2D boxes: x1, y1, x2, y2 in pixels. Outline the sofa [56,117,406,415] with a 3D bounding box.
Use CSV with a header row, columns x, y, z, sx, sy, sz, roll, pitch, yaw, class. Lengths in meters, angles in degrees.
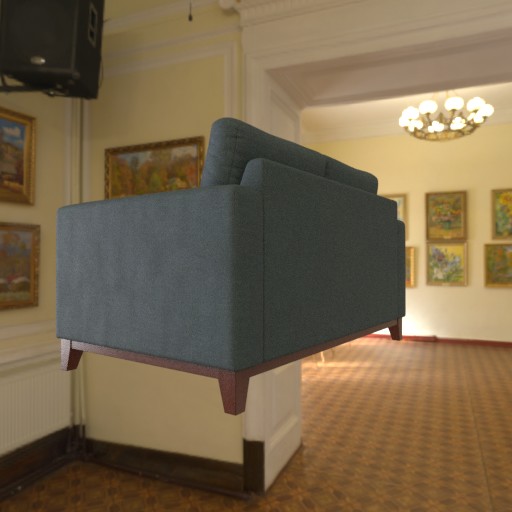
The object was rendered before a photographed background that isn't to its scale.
x,y,z,sx,sy,sz,roll,pitch,yaw,class
0.000,0.000,2.087,0.955,0.903,1.489,0,-1,36,sofa
